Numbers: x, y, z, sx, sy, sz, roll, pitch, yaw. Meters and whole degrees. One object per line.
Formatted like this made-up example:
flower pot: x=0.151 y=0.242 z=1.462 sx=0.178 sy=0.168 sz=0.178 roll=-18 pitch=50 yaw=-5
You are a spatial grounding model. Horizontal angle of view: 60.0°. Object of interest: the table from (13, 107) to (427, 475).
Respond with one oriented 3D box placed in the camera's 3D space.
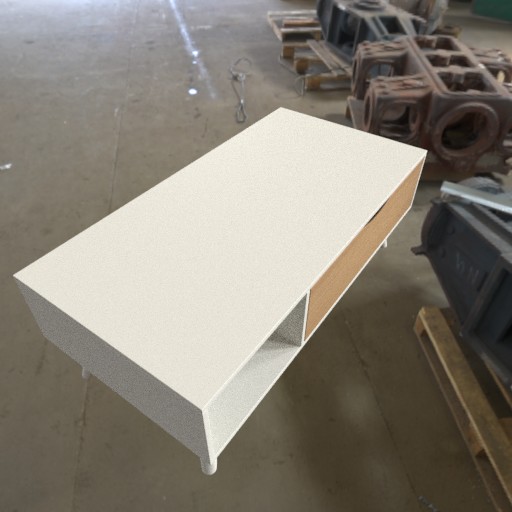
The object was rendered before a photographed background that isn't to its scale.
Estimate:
table: x=0.000 y=0.000 z=1.456 sx=0.609 sy=0.432 sz=1.194 roll=26 pitch=48 yaw=26
